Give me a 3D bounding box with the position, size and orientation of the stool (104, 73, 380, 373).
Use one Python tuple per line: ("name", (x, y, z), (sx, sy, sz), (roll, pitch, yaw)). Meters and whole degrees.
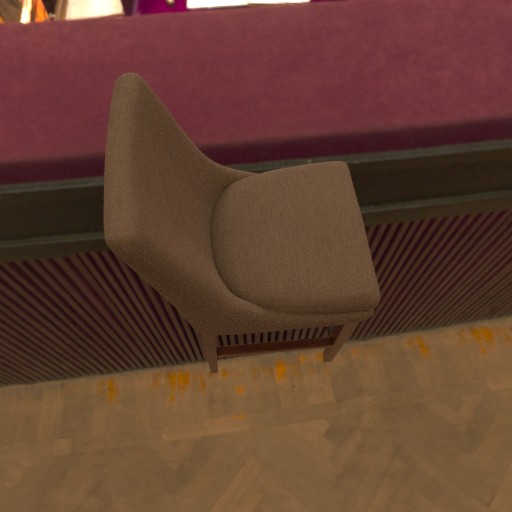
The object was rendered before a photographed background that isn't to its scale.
("stool", (0.000, 0.000, 1.265), (0.577, 0.981, 0.470), (-5, 63, -3))
